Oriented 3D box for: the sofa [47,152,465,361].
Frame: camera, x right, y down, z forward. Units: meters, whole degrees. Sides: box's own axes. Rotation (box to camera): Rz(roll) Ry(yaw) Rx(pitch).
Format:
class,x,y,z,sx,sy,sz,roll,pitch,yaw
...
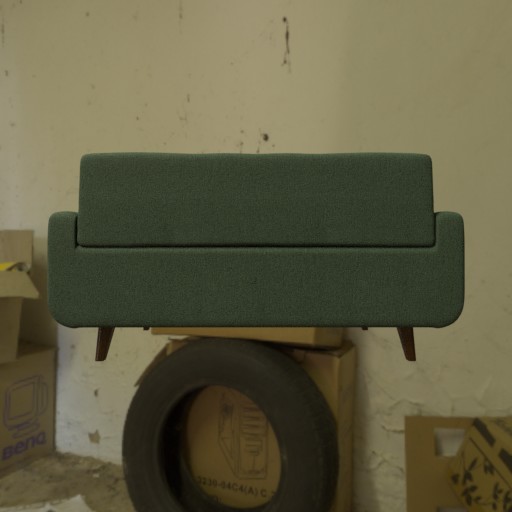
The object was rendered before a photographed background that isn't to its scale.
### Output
class,x,y,z,sx,sy,sz,roll,pitch,yaw
sofa,0.000,0.000,2.167,1.631,0.841,0.909,0,0,0
